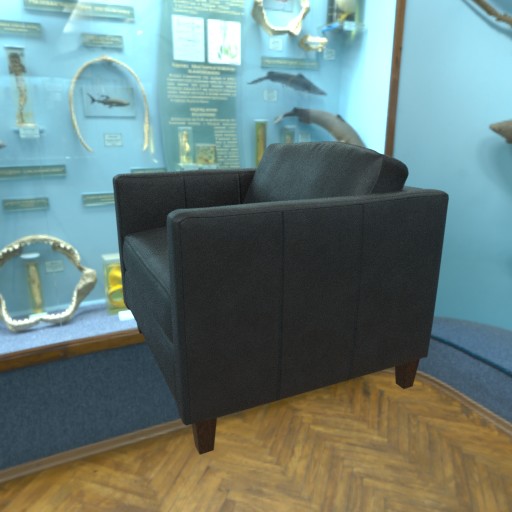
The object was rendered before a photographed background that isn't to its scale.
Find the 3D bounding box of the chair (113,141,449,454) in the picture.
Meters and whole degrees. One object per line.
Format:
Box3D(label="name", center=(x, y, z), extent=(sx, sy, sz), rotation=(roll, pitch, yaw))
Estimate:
Box3D(label="chair", center=(0.000, 0.000, 1.618), extent=(0.862, 0.811, 0.939), rotation=(-8, 18, -24))
